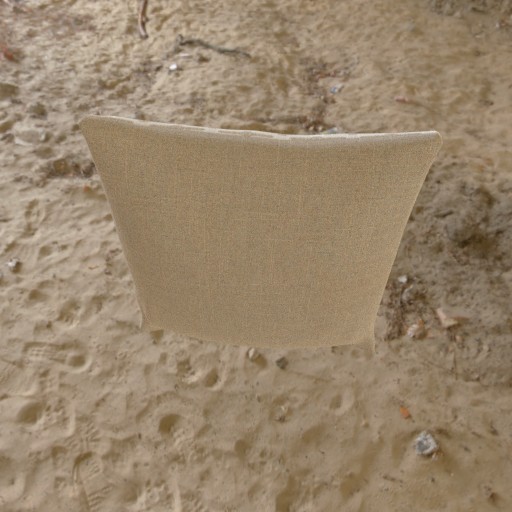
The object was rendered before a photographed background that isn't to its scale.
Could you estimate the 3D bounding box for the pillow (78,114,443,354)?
[{"bbox_3d":[0.000,0.000,0.770,0.496,0.491,0.219,4,46,4],"label":"pillow"}]
